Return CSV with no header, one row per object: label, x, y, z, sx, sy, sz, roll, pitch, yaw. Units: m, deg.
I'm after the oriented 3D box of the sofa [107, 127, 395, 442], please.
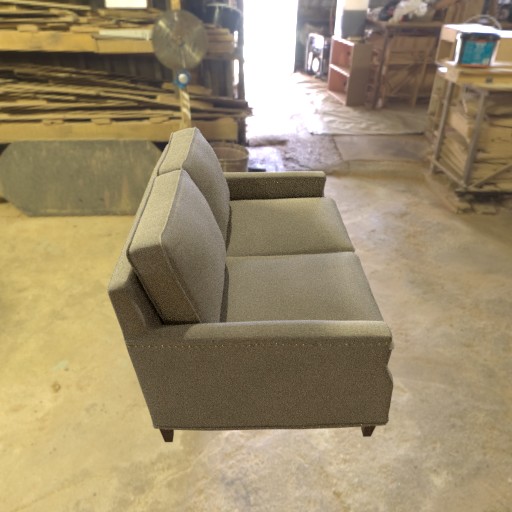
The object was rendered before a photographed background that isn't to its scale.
sofa,0.000,0.000,2.323,1.084,1.003,1.597,-1,33,-2
